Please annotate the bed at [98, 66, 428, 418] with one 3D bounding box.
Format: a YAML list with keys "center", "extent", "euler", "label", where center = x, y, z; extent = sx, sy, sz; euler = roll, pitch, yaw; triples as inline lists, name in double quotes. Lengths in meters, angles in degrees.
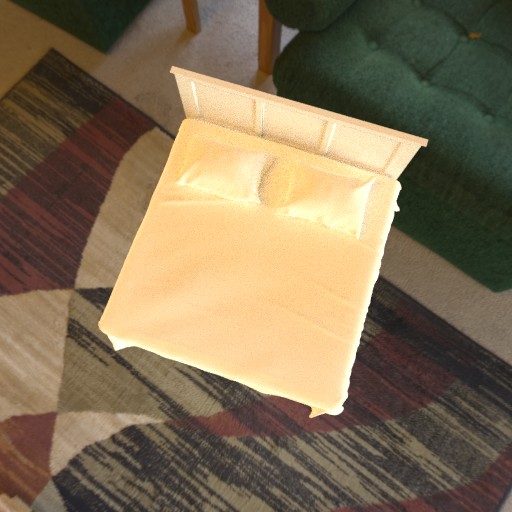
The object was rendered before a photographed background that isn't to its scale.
- center: [0.000, 0.000, 3.673]
  extent: [2.317, 1.273, 2.215]
  euler: [18, 76, 4]
  label: "bed"
